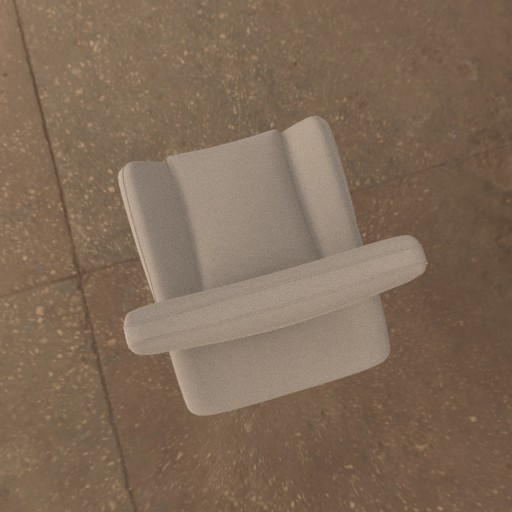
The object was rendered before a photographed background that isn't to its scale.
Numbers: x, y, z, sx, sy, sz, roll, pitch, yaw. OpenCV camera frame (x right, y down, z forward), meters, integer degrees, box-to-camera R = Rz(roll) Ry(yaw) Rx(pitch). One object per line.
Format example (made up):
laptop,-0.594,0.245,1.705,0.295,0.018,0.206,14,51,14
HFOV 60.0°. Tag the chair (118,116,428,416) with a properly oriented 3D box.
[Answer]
chair,0.000,0.000,1.636,0.859,0.855,1.008,-15,76,-4
